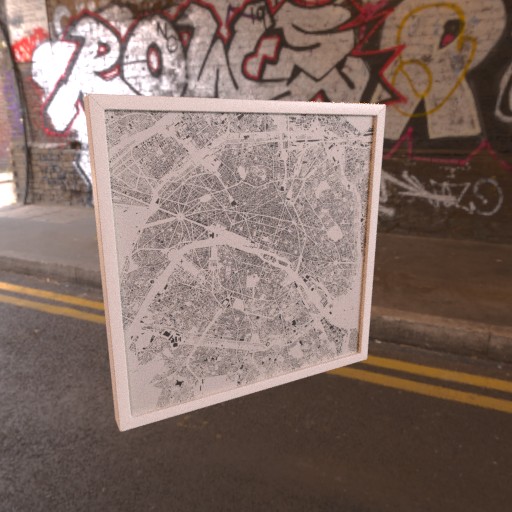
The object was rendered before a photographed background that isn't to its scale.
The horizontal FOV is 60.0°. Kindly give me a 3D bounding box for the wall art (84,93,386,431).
[{"bbox_3d":[0.000,0.000,0.766,0.508,0.508,0.038,-8,17,-27],"label":"wall art"}]
